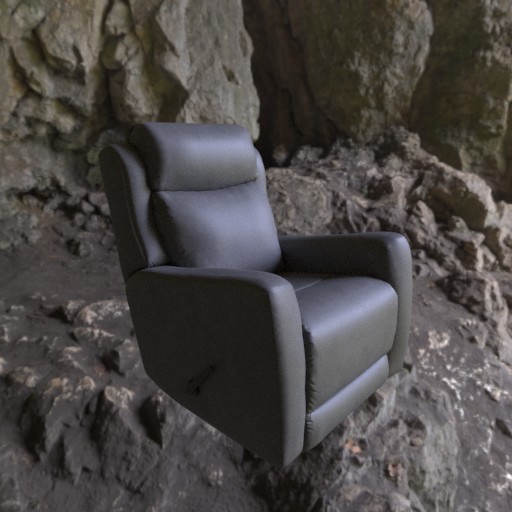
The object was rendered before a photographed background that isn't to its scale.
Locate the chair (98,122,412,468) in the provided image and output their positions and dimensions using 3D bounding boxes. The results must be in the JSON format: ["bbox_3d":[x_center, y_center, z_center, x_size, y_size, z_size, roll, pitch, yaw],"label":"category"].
[{"bbox_3d":[0.000,0.000,1.917,1.068,1.116,0.967,14,20,41],"label":"chair"}]
